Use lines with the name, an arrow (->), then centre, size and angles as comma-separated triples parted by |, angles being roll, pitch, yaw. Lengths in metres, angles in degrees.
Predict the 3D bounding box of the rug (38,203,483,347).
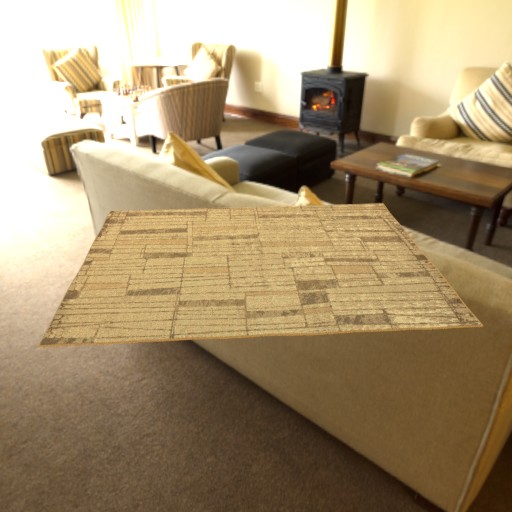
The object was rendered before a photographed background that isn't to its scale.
rug -> 0.000, 0.000, 4.373 | 3.357, 0.019, 2.449 | -2, 30, -4
